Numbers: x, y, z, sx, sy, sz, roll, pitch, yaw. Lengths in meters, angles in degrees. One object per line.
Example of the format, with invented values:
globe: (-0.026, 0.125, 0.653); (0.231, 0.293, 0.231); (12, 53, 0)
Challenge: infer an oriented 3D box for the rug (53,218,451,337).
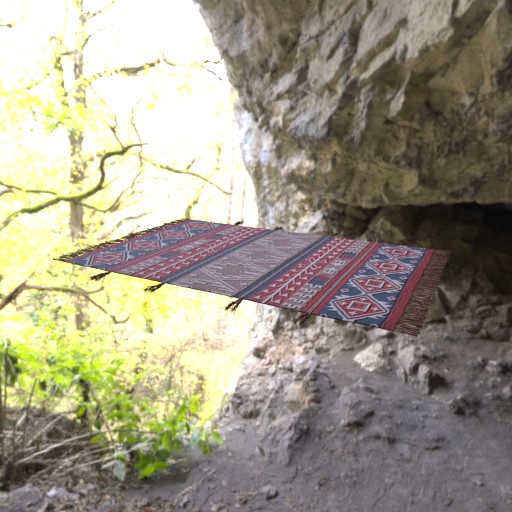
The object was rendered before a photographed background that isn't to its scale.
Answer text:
rug: (0.000, 0.000, 2.599); (2.025, 0.040, 1.469); (9, 19, 27)
